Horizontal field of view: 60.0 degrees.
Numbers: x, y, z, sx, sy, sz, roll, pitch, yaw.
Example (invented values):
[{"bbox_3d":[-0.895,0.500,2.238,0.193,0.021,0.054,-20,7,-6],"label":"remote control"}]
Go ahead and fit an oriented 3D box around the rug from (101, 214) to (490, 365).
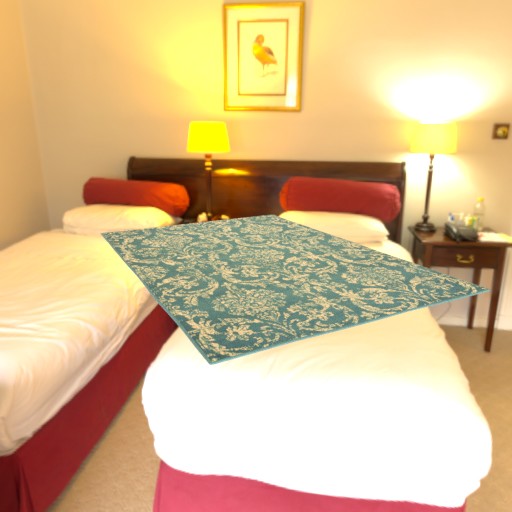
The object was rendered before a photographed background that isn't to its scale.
[{"bbox_3d":[0.000,0.000,2.855,1.554,0.012,2.205,-9,19,-27],"label":"rug"}]
